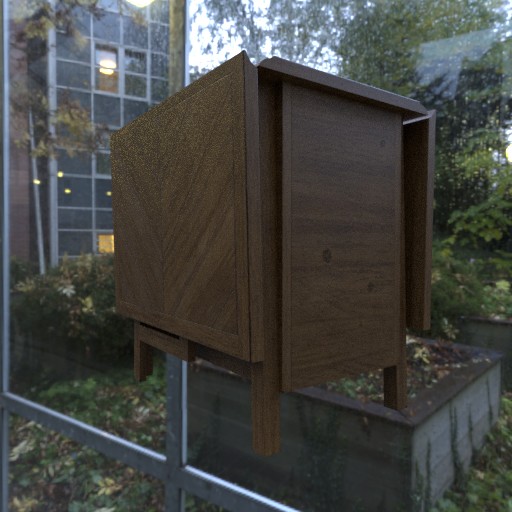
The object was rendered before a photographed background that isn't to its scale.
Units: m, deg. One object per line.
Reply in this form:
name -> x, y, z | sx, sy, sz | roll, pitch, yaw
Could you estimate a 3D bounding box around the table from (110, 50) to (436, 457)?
table -> 0.000, 0.000, 1.263 | 0.591, 0.763, 0.746 | -1, 2, -36
